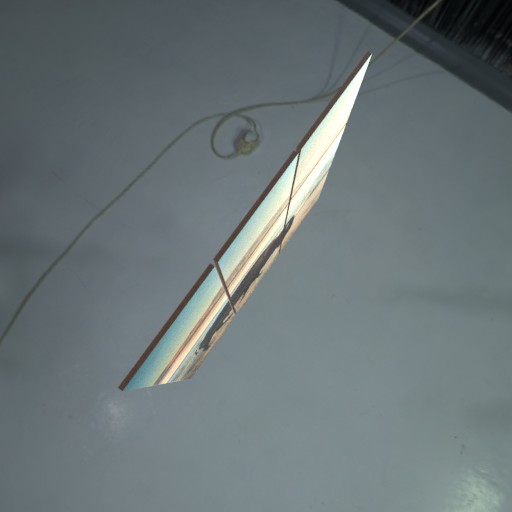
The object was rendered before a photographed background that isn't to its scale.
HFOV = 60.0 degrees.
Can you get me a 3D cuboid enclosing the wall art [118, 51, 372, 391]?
[{"bbox_3d":[0.000,0.000,1.367,0.018,0.904,0.906,34,78,8],"label":"wall art"}]
